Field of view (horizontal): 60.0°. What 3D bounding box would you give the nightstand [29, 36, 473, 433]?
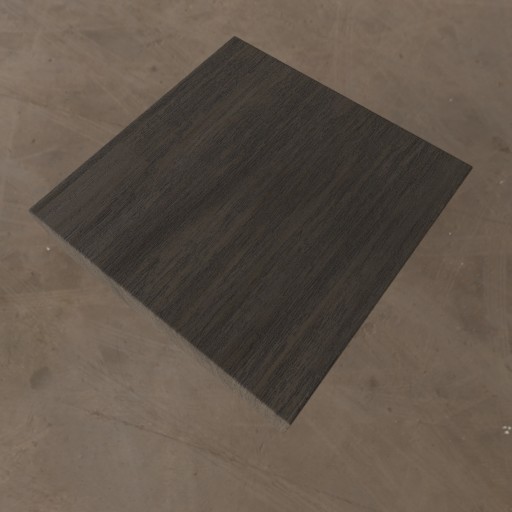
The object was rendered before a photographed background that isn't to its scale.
[{"bbox_3d":[0.000,0.000,0.922,0.503,0.497,0.502,35,69,16],"label":"nightstand"}]
